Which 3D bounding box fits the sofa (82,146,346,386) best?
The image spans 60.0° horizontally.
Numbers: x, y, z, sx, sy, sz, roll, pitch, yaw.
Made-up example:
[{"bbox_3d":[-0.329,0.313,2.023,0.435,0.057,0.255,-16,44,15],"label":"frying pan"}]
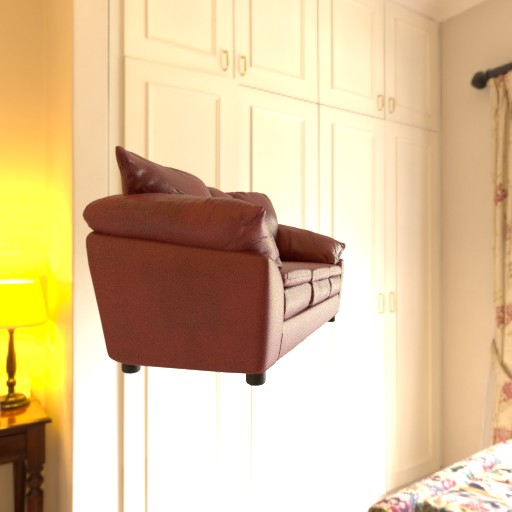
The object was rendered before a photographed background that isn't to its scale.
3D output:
[{"bbox_3d":[0.000,0.000,2.896,0.907,1.091,2.390,0,0,19],"label":"sofa"}]
